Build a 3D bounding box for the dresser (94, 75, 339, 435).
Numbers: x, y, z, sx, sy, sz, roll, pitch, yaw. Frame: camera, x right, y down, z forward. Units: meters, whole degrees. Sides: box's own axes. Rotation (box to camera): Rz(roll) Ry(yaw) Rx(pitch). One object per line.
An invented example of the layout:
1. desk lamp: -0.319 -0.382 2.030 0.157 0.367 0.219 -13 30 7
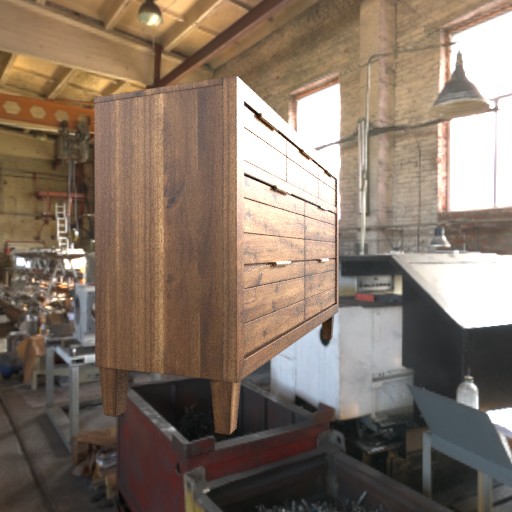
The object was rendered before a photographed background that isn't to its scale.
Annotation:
1. dresser: 0.000 0.000 1.806 0.438 0.892 1.387 0 1 21
